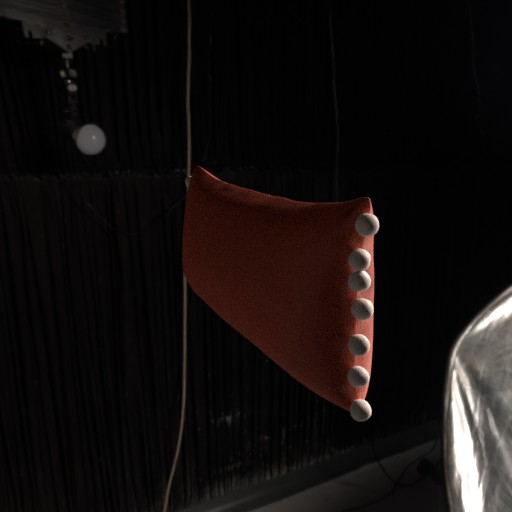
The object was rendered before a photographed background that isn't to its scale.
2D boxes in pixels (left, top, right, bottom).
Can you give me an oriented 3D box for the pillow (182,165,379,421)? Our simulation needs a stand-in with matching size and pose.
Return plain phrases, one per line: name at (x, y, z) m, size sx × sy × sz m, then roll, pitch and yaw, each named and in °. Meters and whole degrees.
pillow at (0.000, 0.000, 0.866) m, size 0.201 × 0.322 × 0.709 m, roll -7°, pitch 16°, yaw -26°
